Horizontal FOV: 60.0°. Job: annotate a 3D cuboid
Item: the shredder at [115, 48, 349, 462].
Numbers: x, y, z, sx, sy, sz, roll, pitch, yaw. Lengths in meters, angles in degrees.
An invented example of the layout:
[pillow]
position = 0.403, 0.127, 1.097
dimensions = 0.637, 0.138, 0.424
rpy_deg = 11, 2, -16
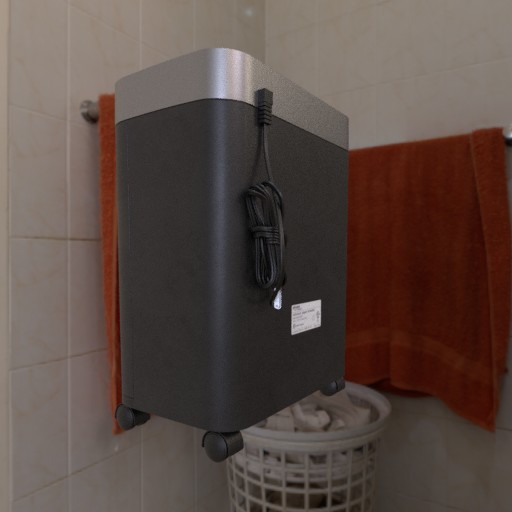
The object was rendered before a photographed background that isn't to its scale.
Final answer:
[shredder]
position = 0.000, 0.000, 0.594
dimensions = 0.237, 0.419, 0.311
rpy_deg = 0, 0, 35
